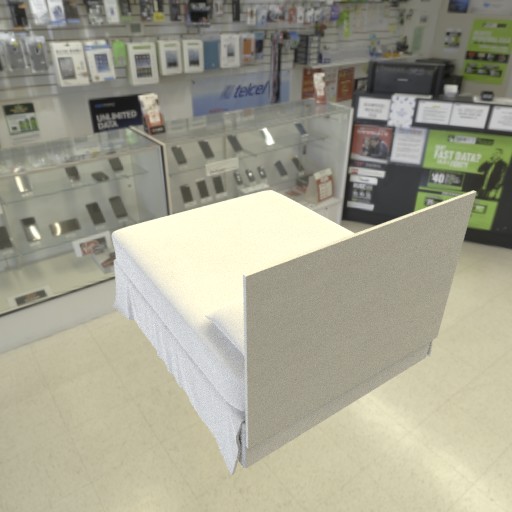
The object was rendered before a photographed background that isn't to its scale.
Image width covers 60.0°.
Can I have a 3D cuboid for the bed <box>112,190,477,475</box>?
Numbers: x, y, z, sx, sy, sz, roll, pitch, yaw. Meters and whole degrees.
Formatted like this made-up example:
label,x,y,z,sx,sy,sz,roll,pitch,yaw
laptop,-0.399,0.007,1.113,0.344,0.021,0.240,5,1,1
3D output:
label,x,y,z,sx,sy,sz,roll,pitch,yaw
bed,0.000,0.000,3.256,1.745,1.335,2.094,-19,36,-29
